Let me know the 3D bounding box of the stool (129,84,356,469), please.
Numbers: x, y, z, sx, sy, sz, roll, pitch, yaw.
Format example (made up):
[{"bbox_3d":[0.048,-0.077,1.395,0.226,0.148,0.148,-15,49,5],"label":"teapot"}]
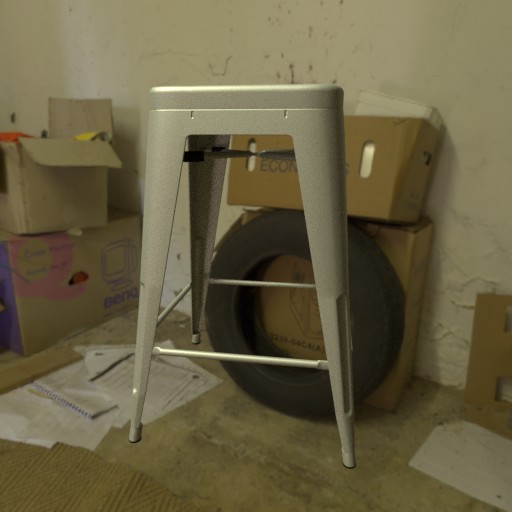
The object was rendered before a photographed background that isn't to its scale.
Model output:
[{"bbox_3d":[0.000,0.000,0.877,0.406,0.610,0.406,3,16,9],"label":"stool"}]
